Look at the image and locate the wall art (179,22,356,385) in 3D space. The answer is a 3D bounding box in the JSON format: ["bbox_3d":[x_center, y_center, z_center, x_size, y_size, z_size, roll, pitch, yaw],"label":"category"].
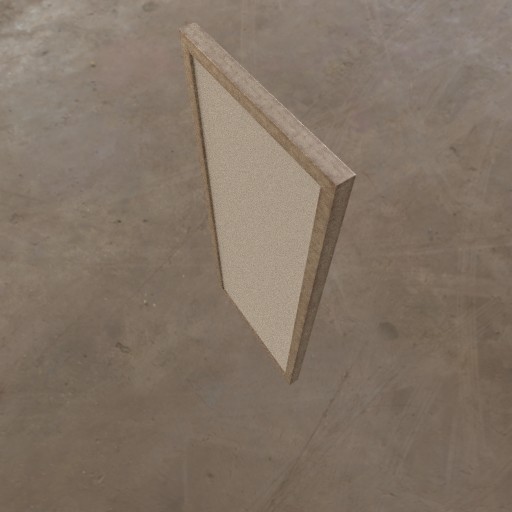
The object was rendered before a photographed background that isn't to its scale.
[{"bbox_3d":[0.000,0.000,1.654,0.051,1.461,0.648,-30,63,-17],"label":"wall art"}]
